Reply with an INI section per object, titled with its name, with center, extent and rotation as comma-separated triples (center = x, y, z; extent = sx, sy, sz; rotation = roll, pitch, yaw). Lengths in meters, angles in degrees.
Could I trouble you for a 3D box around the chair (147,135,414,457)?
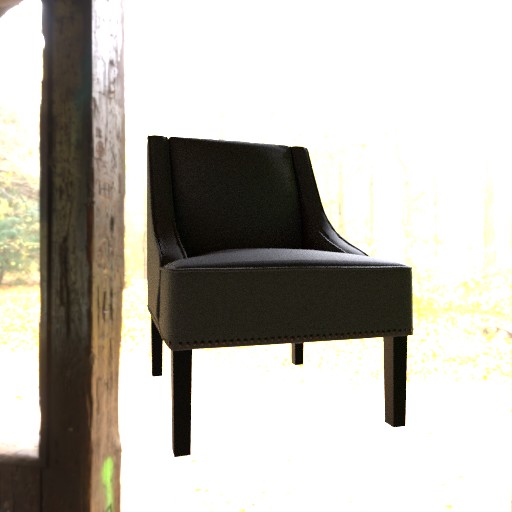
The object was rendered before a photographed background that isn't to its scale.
[chair]
center = 0.000, 0.000, 1.365
extent = 0.631, 0.867, 0.747
rotation = 0, 0, -17
